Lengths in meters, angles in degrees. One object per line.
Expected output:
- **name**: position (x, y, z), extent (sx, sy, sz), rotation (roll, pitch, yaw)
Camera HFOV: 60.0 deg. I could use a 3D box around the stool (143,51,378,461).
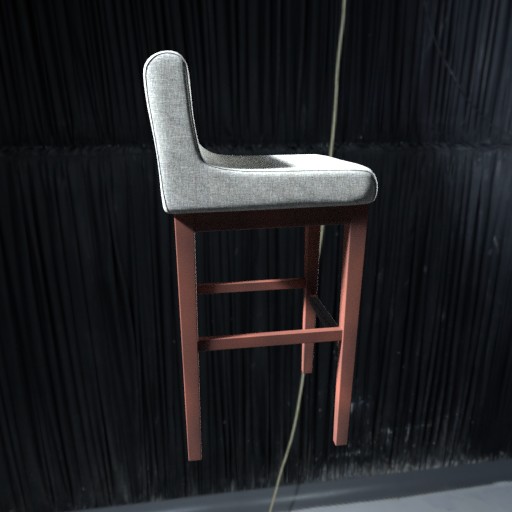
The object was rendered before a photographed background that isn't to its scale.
- **stool**: position (0.000, 0.000, 1.198), extent (0.499, 0.965, 0.426), rotation (-2, 17, -8)
